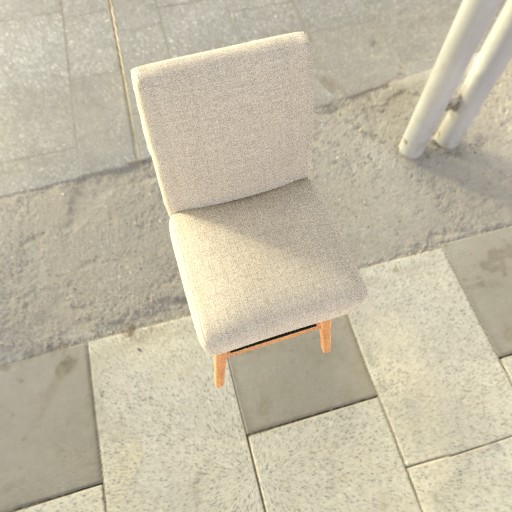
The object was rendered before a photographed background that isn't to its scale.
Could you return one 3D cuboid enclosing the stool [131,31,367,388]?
[{"bbox_3d":[0.000,0.000,1.380,0.483,1.106,0.569,-16,65,-8],"label":"stool"}]
